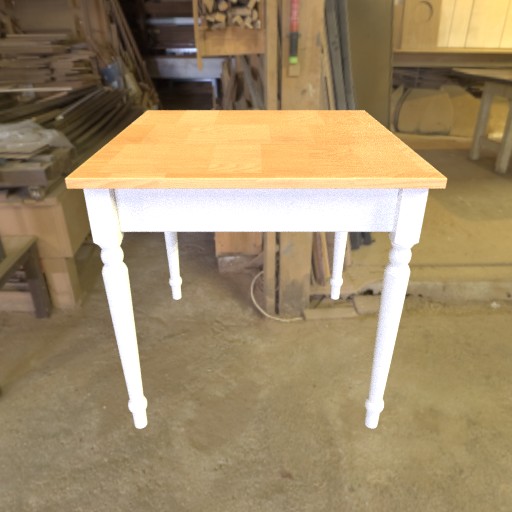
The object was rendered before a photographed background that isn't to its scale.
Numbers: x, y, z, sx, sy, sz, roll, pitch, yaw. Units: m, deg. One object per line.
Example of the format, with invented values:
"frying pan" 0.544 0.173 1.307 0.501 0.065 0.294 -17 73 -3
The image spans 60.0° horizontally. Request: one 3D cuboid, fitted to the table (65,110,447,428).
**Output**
"table" 0.000 0.000 1.367 0.747 0.738 0.747 0 28 0
